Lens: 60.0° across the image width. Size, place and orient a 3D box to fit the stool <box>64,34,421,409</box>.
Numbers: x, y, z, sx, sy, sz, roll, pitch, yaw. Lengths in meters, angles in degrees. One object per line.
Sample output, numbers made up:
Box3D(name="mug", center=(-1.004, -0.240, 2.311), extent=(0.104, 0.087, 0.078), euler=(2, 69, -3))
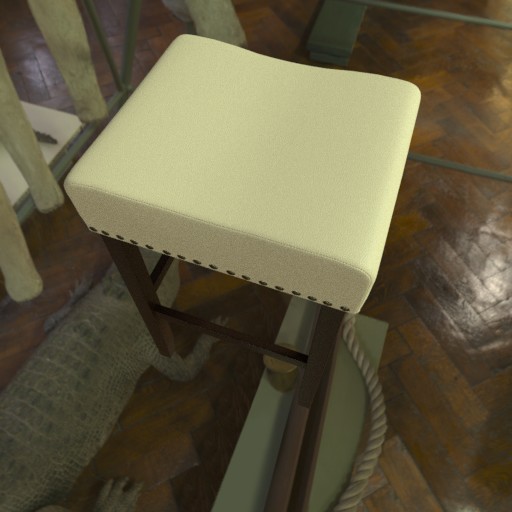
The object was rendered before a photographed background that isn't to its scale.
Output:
Box3D(name="stool", center=(0.000, 0.000, 1.008), extent=(0.471, 0.762, 0.401), euler=(17, 59, 11))
